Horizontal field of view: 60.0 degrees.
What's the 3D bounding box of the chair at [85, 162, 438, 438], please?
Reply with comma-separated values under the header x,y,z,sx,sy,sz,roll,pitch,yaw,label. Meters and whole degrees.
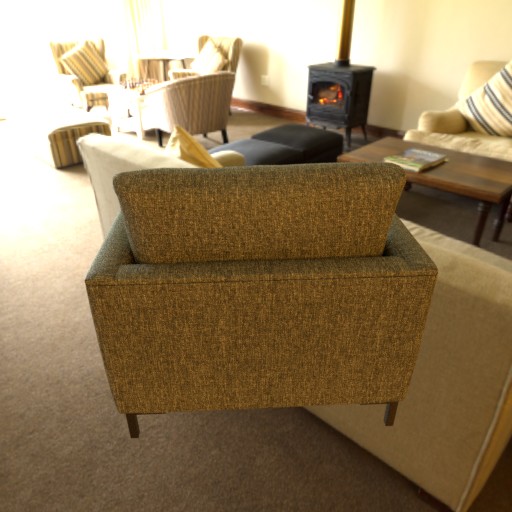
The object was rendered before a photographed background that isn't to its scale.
x,y,z,sx,sy,sz,roll,pitch,yaw,label
0.000,0.000,1.613,0.963,0.861,0.866,-2,30,-3,chair
